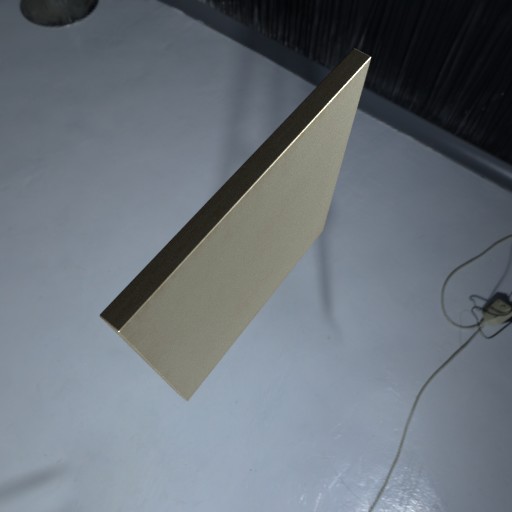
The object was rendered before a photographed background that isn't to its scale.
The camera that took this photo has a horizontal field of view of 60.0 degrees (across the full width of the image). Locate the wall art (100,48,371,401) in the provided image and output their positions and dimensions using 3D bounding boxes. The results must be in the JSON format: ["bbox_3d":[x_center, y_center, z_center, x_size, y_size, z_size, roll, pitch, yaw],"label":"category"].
[{"bbox_3d":[0.000,0.000,0.772,0.030,0.506,0.503,34,69,15],"label":"wall art"}]
